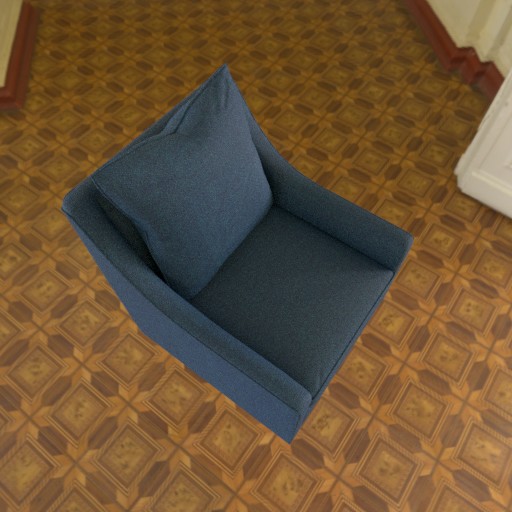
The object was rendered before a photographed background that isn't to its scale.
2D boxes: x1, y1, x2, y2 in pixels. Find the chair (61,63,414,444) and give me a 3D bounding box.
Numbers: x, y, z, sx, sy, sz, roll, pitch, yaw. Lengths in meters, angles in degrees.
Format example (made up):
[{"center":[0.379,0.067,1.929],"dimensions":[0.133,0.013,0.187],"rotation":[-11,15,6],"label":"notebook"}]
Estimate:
[{"center":[0.000,0.000,1.568],"dimensions":[0.870,0.939,0.750],"rotation":[32,63,18],"label":"chair"}]
